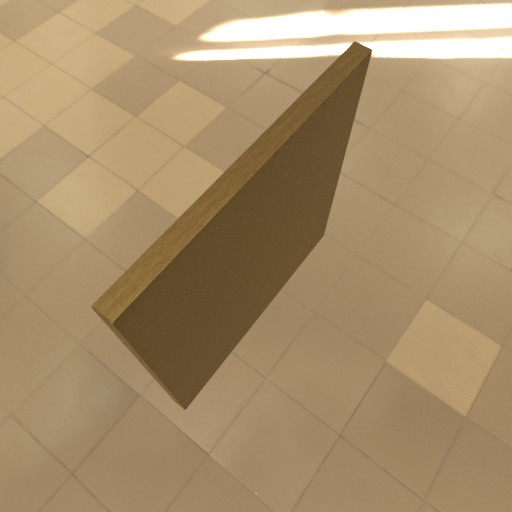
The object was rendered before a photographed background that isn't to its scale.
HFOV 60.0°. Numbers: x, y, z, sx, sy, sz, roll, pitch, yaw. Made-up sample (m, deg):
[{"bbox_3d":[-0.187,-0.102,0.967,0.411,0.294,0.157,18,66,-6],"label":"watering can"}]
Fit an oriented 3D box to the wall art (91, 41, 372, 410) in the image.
[{"bbox_3d":[0.000,0.000,0.751,0.030,0.506,0.503,34,67,17],"label":"wall art"}]
